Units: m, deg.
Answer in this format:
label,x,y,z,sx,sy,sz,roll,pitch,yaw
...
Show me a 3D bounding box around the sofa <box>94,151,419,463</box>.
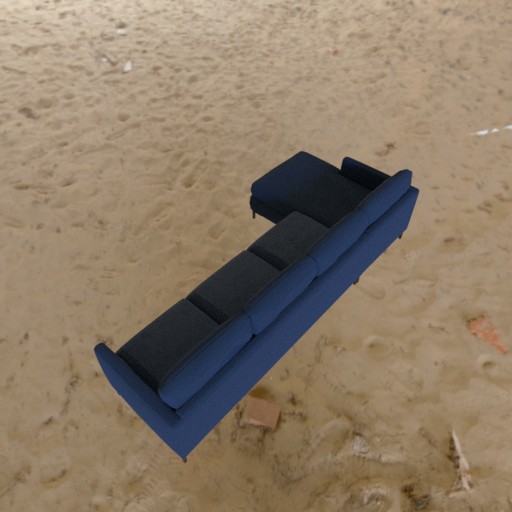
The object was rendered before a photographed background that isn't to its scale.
label,x,y,z,sx,sy,sz,roll,pitch,yaw
sofa,0.000,0.000,3.041,1.128,0.679,2.450,33,55,27
